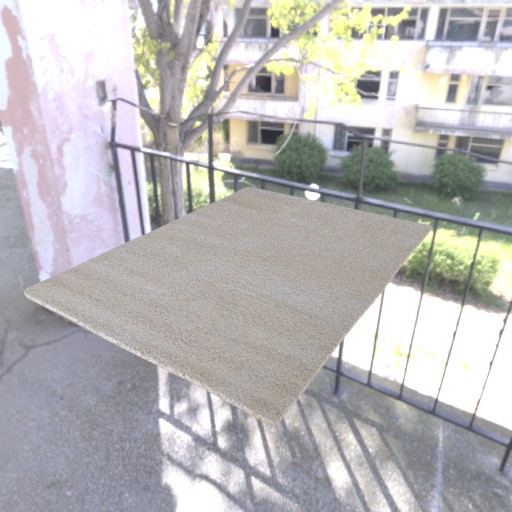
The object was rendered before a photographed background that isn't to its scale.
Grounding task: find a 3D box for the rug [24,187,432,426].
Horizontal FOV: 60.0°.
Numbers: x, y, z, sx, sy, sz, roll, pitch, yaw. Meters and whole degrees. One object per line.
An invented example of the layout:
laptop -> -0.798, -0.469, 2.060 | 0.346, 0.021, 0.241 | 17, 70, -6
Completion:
rug -> 0.000, 0.000, 2.073 | 1.199, 0.025, 1.600 | 17, 32, 30
